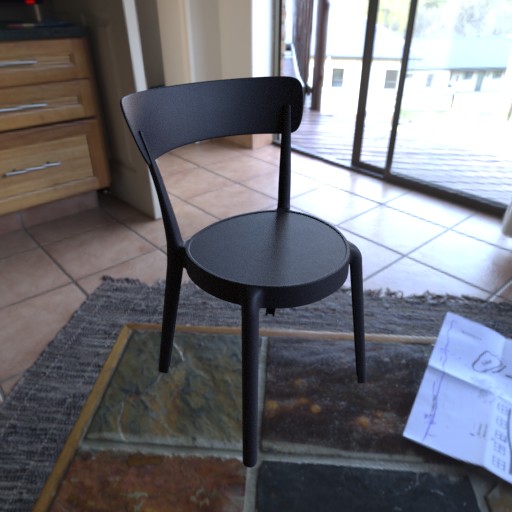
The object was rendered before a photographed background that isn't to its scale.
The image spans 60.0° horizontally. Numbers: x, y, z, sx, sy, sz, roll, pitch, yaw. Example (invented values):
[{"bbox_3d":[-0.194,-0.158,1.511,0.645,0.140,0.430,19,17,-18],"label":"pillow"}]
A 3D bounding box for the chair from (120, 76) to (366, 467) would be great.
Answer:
[{"bbox_3d":[0.000,0.000,1.137,0.506,0.790,0.491,-23,37,-34],"label":"chair"}]
